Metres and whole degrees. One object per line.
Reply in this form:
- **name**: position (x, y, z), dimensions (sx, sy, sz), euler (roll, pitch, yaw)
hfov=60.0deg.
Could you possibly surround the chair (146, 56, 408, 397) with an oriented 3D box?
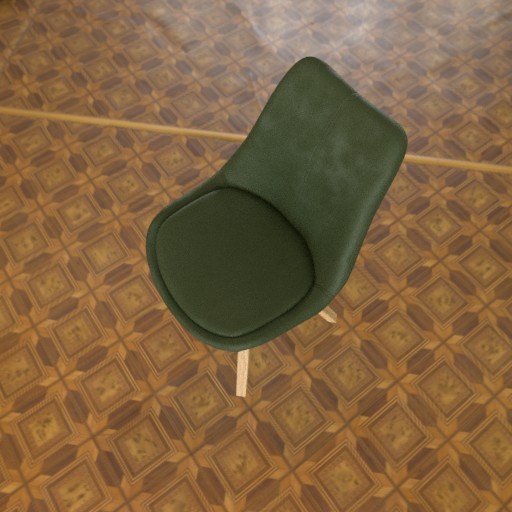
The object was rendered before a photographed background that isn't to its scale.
- **chair**: position (0.000, 0.000, 1.211), dimensions (0.547, 0.865, 0.483), euler (-34, 68, -16)
